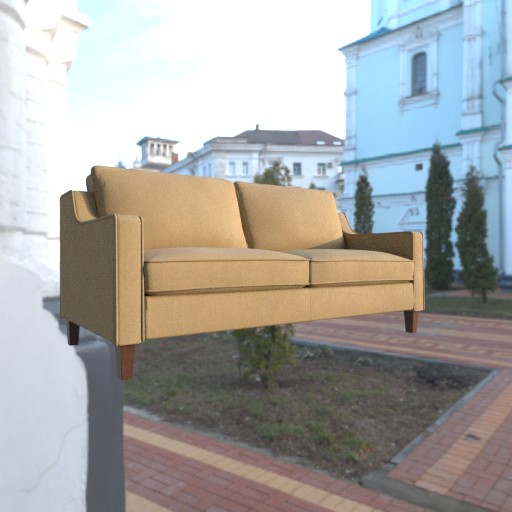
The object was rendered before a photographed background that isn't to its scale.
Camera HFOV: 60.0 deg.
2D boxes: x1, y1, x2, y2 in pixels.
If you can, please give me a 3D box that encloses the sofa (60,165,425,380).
[{"bbox_3d":[0.000,0.000,2.887,2.178,1.071,1.066,0,0,-36],"label":"sofa"}]
